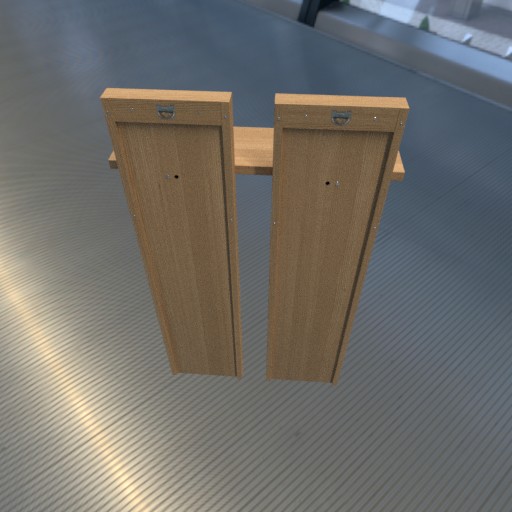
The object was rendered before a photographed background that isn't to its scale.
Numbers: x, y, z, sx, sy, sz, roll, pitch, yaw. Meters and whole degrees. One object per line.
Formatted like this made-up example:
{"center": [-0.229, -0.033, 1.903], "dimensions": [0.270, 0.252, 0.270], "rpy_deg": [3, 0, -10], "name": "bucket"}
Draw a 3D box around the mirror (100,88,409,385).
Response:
{"center": [0.000, 0.000, 1.542], "dimensions": [0.800, 1.250, 0.260], "rpy_deg": [3, 45, 3], "name": "mirror"}
